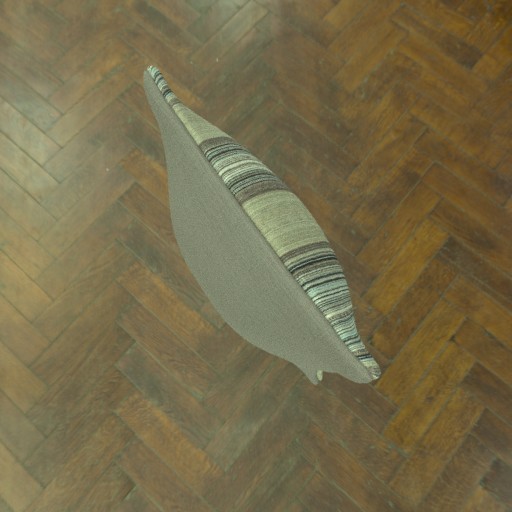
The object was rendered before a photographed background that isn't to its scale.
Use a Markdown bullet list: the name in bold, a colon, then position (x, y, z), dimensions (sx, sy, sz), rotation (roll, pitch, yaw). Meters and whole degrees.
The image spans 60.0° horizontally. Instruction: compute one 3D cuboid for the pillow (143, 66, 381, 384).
- **pillow**: position (0.000, 0.000, 0.669), dimensions (0.189, 0.416, 0.435), rotation (-34, 77, -9)
